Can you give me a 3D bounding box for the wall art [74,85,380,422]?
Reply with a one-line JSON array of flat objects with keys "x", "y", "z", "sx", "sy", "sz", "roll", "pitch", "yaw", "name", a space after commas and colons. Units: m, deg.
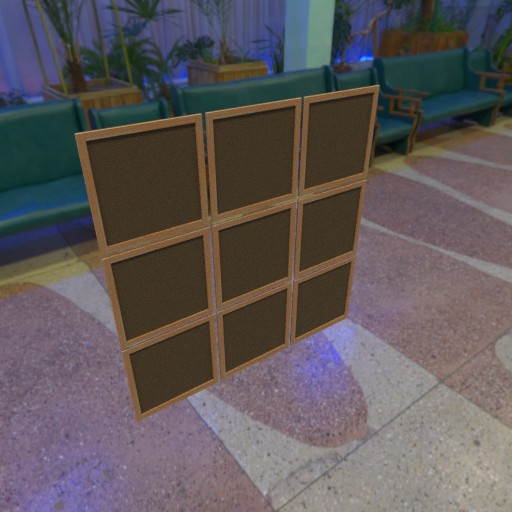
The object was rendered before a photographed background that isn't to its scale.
[{"x": 0.000, "y": 0.000, "z": 2.301, "sx": 1.520, "sy": 1.525, "sz": 0.013, "roll": -20, "pitch": 37, "yaw": -29, "name": "wall art"}]
